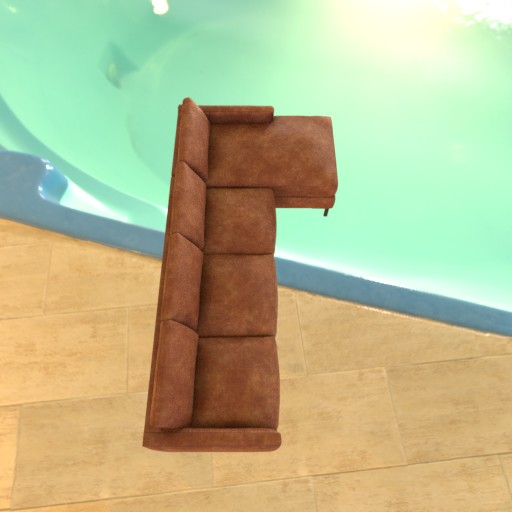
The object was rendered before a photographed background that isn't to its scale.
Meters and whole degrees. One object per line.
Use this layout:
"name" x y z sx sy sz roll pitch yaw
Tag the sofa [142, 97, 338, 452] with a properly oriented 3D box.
"sofa" 0.000 0.000 3.698 1.471 0.859 2.993 0 63 0
